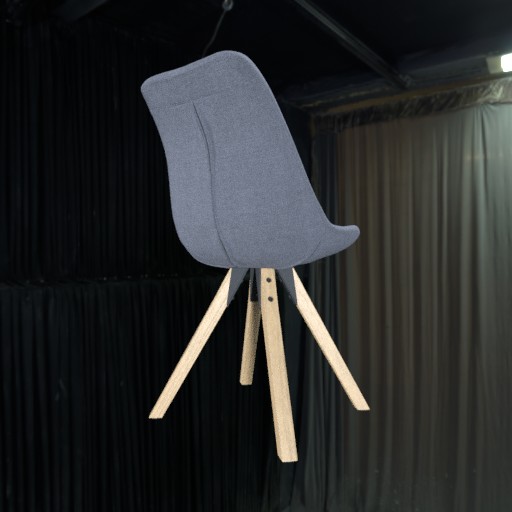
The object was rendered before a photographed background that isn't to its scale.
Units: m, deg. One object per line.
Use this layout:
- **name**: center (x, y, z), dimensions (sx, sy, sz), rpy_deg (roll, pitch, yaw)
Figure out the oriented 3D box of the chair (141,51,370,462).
- **chair**: center (0.000, 0.000, 1.184), dimensions (0.485, 0.850, 0.550), rpy_deg (0, 0, 37)
